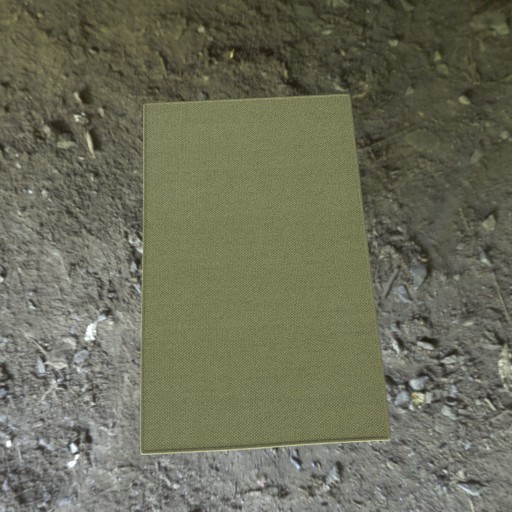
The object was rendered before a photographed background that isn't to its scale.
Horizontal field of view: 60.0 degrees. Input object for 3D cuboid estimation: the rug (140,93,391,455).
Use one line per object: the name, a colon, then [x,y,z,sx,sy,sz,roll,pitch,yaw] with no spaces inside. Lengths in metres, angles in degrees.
rug: [0.000,0.000,2.076,1.067,0.013,1.676,-3,76,-1]
